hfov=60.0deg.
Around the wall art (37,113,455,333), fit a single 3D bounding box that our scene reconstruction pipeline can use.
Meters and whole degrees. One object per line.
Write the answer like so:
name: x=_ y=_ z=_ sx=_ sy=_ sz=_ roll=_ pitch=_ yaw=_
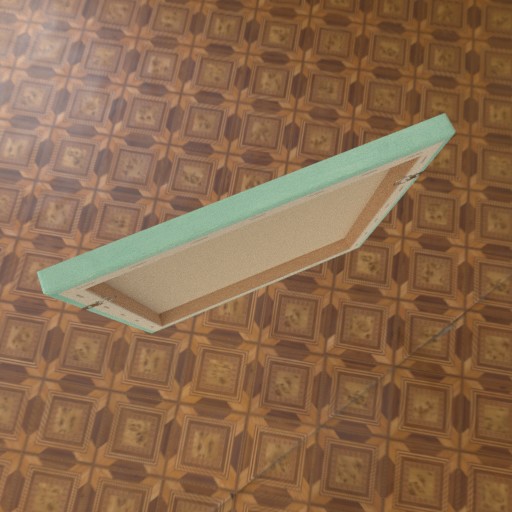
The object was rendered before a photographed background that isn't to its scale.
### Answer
wall art: x=0.000 y=0.000 z=1.584 sx=1.071 sy=1.073 sz=0.070 roll=-22 pitch=77 yaw=-6
